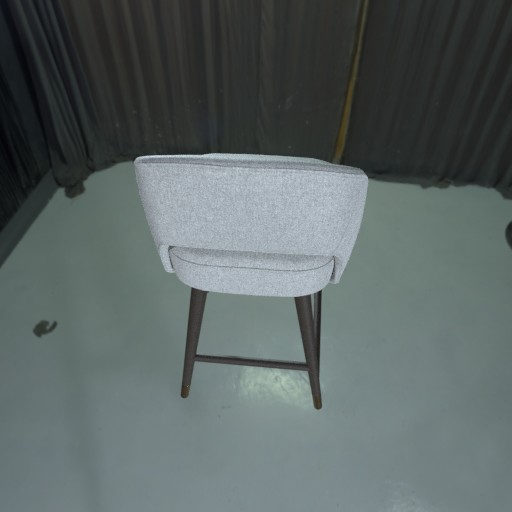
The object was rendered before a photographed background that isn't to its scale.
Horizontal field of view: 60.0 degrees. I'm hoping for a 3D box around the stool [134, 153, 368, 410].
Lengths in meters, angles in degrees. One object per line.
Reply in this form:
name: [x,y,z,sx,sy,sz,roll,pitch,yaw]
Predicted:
stool: [0.000,0.000,1.202,0.494,0.940,0.509,4,47,3]
